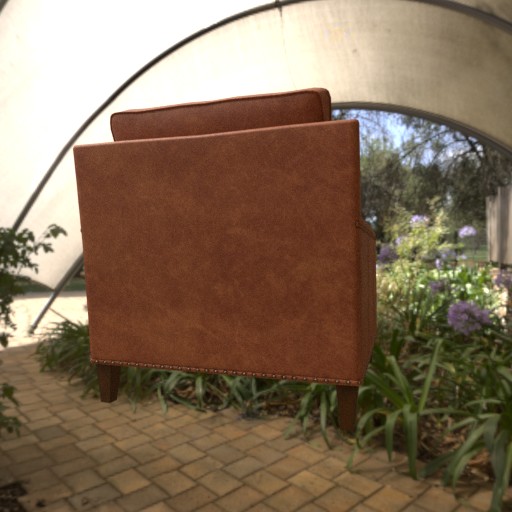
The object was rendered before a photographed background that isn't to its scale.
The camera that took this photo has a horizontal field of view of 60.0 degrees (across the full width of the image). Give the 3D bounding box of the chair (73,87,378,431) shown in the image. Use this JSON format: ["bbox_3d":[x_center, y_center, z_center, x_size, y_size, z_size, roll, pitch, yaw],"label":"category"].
[{"bbox_3d":[0.000,0.000,1.679,0.853,0.943,1.014,0,0,18],"label":"chair"}]
